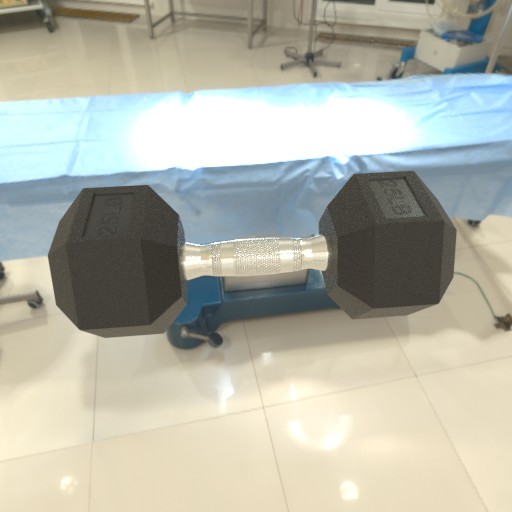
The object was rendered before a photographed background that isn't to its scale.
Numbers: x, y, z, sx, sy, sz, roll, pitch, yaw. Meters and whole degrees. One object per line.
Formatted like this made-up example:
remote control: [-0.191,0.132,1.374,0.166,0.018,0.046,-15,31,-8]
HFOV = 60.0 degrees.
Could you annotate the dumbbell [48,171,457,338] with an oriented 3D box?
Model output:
dumbbell: [0.000,0.000,0.378,0.315,0.113,0.129,-4,45,-4]
